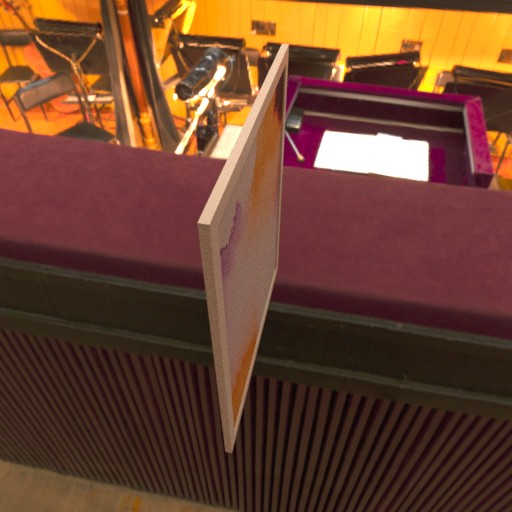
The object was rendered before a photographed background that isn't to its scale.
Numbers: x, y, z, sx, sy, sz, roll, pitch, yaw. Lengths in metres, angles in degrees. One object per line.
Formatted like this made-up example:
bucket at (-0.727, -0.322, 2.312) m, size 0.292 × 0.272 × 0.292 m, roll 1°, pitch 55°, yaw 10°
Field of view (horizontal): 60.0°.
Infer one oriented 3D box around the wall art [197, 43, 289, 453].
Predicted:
wall art at (0.000, 0.000, 0.789) m, size 0.012 × 0.557 × 0.482 m, roll 9°, pitch 46°, yaw 9°
